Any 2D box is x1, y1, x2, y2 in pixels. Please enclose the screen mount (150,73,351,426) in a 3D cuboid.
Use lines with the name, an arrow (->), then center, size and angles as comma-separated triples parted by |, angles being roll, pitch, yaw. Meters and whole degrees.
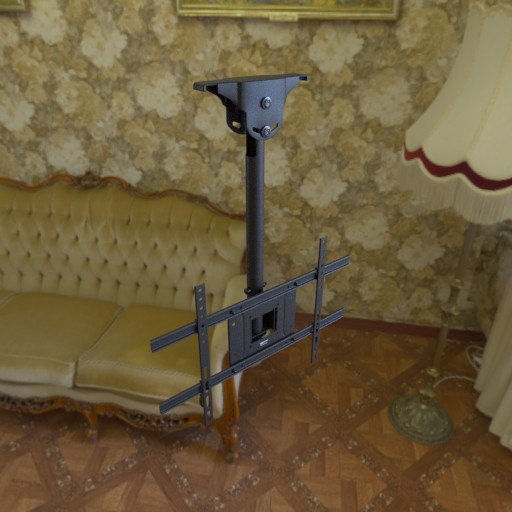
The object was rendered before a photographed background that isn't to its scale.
screen mount -> 0.000, 0.000, 1.036 | 0.595, 0.775, 0.090 | -20, 34, -33
